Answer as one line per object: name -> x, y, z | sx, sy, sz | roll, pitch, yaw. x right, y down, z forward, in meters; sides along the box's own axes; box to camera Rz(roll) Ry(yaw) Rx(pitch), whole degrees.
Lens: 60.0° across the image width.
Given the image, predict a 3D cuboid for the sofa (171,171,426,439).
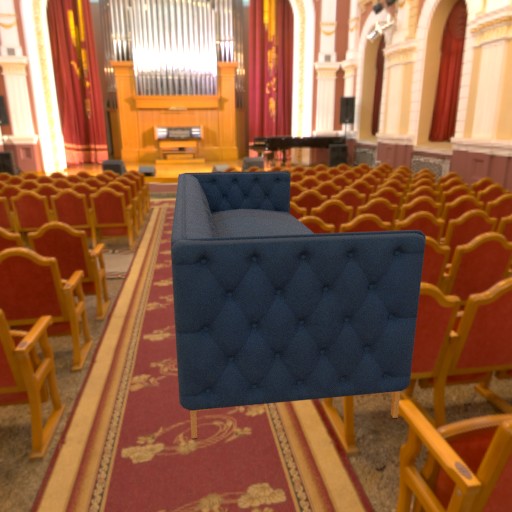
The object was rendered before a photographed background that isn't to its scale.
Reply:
sofa -> 0.000, 0.000, 2.593 | 0.895, 0.771, 2.209 | -3, 17, -8
